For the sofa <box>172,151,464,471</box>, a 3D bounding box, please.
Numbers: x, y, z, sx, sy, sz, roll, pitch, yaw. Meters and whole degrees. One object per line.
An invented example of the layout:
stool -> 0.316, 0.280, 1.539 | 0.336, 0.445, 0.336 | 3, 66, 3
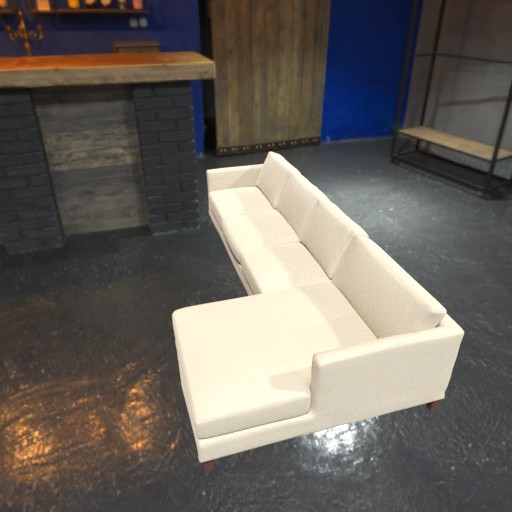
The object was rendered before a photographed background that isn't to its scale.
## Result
sofa -> 0.000, 0.000, 3.815 | 1.625, 0.861, 3.186 | -9, 32, -14
